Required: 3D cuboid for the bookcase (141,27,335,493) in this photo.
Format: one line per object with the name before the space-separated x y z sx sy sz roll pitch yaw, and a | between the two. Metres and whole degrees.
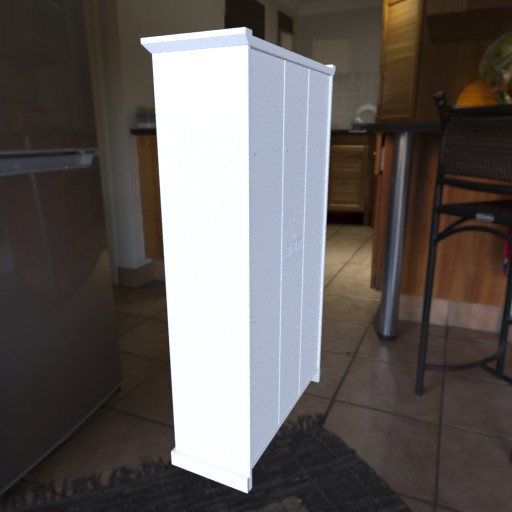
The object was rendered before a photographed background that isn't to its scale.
bookcase | 0.000 0.000 2.248 0.432 1.880 1.050 8 18 25
